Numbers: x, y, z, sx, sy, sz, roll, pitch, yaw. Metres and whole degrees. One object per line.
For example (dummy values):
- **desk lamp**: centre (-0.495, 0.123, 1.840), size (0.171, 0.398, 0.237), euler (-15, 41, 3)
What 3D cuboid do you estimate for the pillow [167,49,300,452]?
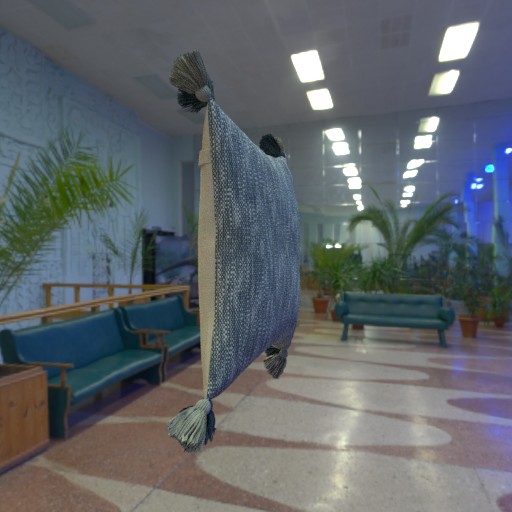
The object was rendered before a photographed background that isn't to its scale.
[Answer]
- **pillow**: centre (0.000, 0.000, 0.909), size (0.138, 0.634, 0.614), euler (0, 0, 19)
